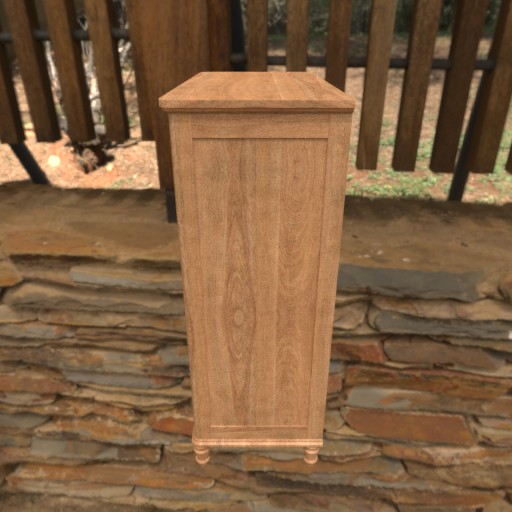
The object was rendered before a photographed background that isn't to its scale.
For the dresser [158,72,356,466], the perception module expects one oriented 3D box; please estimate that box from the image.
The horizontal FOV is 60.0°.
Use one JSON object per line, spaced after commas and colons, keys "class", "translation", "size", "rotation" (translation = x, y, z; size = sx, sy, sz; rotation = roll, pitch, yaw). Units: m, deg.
{"class": "dresser", "translation": [0.000, 0.000, 1.796], "size": [0.484, 1.318, 0.973], "rotation": [0, 26, 0]}
